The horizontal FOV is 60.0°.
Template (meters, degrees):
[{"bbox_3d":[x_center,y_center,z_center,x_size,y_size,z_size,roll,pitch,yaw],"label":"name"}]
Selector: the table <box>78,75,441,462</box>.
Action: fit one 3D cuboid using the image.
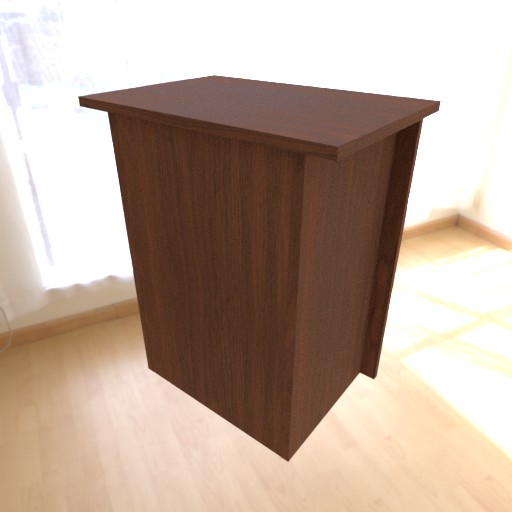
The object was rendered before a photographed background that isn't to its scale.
[{"bbox_3d":[0.000,0.000,1.045,0.589,0.711,0.406,21,36,32],"label":"table"}]
